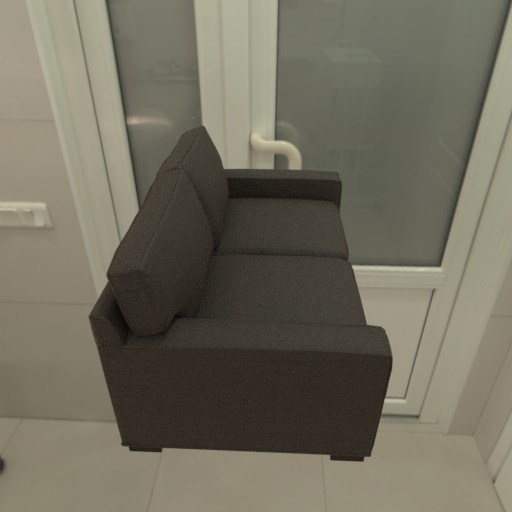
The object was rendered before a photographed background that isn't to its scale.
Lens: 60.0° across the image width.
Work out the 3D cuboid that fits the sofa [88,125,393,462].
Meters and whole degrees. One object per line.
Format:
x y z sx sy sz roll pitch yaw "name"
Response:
0.000 0.000 2.119 0.974 0.887 1.534 1 33 2 "sofa"
